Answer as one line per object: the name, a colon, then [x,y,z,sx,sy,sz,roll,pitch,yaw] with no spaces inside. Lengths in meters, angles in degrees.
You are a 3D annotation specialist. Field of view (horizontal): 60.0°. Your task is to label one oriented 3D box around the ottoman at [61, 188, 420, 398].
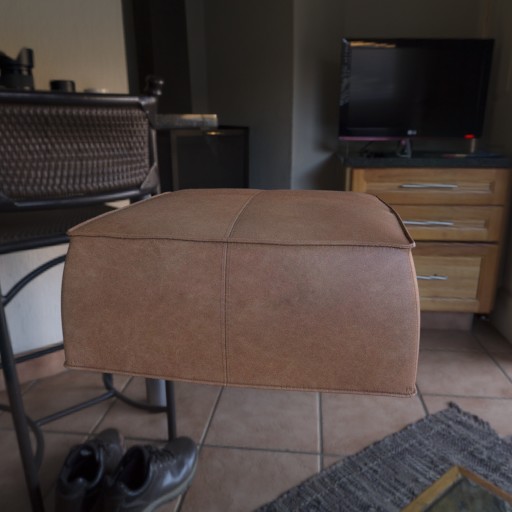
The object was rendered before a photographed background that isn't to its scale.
ottoman: [0.000,0.000,1.405,0.902,0.395,0.901,2,15,9]
